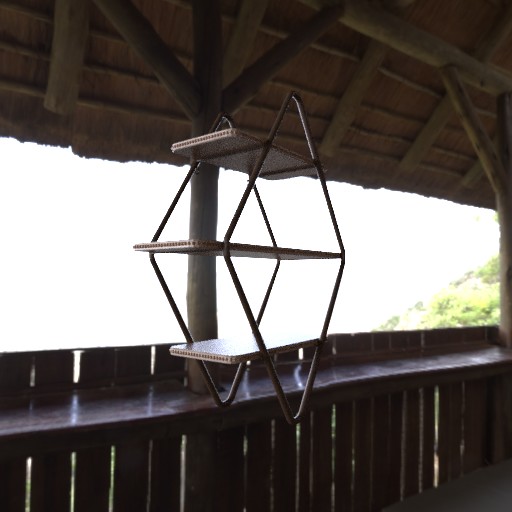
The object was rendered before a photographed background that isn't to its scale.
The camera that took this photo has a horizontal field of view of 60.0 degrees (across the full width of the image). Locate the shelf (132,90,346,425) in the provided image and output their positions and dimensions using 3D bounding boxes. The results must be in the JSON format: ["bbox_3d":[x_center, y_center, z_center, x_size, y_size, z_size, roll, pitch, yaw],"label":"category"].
[{"bbox_3d":[0.000,0.000,1.090,0.234,0.774,0.609,-2,-4,38],"label":"shelf"}]
